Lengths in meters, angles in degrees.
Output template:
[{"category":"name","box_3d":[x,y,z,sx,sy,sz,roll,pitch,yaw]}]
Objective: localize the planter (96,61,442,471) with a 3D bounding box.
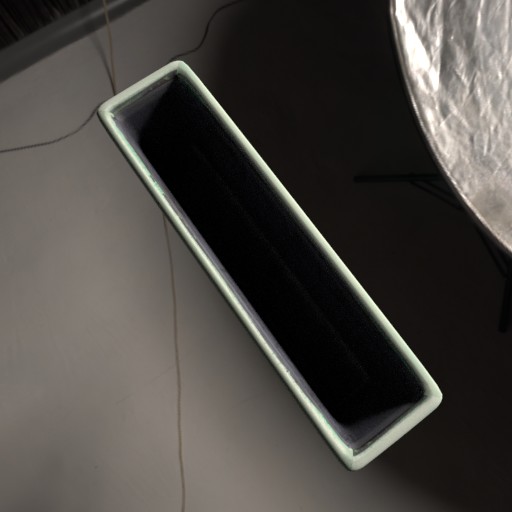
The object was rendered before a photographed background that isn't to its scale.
[{"category":"planter","box_3d":[0.000,0.000,0.305,0.072,0.072,0.275,-35,79,-8]}]
